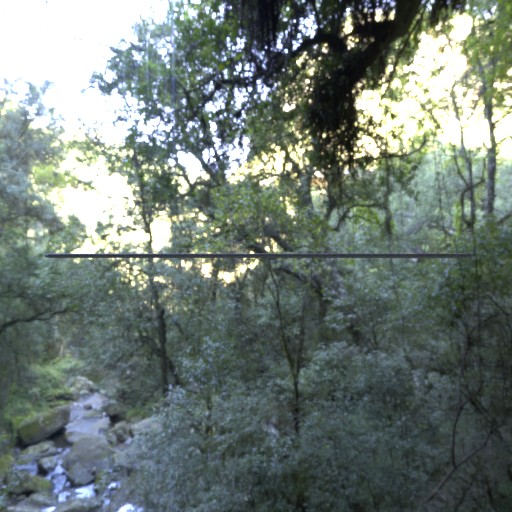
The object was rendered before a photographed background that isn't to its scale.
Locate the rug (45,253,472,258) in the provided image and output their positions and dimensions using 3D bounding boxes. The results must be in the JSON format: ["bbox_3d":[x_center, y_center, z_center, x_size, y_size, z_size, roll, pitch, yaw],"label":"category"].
[{"bbox_3d":[0.000,0.000,4.050,2.472,0.035,3.017,0,0,-1],"label":"rug"}]
